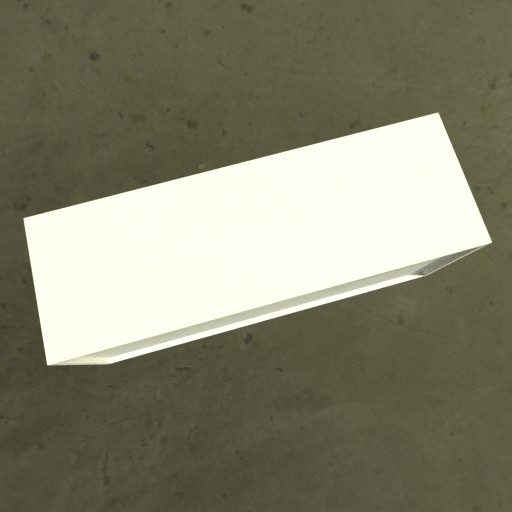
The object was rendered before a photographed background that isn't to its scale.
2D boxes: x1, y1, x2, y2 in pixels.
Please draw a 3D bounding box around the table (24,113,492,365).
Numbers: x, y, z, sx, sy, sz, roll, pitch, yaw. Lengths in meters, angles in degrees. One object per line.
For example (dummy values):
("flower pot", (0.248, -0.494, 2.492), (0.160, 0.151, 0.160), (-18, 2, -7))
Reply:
("table", (0.000, 0.000, 1.870), (1.500, 0.769, 0.508), (-15, 77, -4))
